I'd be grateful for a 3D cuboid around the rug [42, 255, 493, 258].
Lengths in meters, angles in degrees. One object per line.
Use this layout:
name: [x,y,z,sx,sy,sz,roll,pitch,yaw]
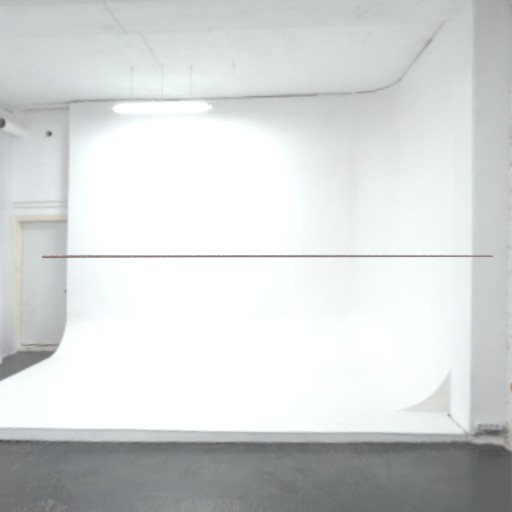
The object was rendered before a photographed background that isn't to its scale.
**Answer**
rug: [0.000,0.000,2.263,1.829,0.009,1.219,0,0,-18]
